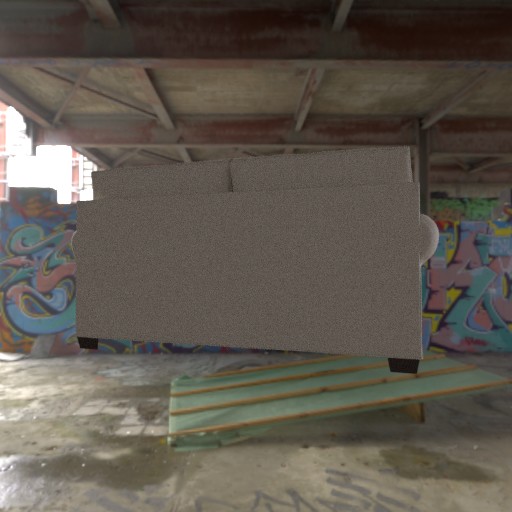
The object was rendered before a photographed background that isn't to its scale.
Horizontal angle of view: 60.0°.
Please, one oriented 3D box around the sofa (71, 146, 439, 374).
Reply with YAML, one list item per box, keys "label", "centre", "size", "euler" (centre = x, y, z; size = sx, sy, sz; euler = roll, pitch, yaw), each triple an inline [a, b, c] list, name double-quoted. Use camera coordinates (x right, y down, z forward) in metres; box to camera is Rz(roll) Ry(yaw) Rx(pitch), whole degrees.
- label: "sofa"
  centre: [0.000, 0.000, 2.359]
  size: [1.774, 0.933, 0.861]
  euler: [0, -1, 19]
